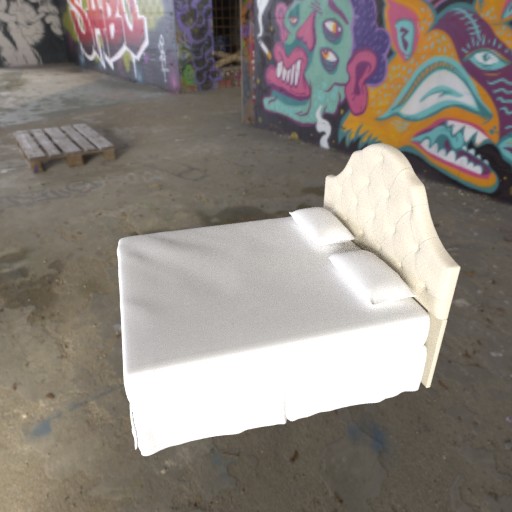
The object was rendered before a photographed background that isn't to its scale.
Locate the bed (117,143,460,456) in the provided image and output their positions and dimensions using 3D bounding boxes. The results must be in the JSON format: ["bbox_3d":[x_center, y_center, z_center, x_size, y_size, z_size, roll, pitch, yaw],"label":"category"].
[{"bbox_3d":[0.000,0.000,3.559,2.214,1.615,2.008,-8,30,-14],"label":"bed"}]
